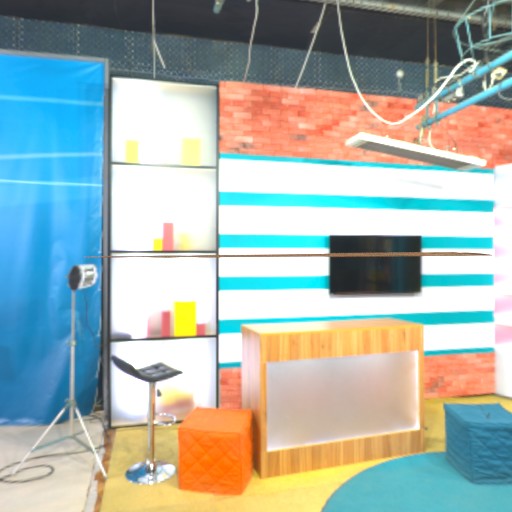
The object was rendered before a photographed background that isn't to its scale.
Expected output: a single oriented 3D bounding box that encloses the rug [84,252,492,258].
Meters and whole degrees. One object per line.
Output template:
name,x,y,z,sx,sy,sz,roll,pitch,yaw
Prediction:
rug,0.000,0.000,2.692,2.444,0.010,0.799,-1,-1,37
